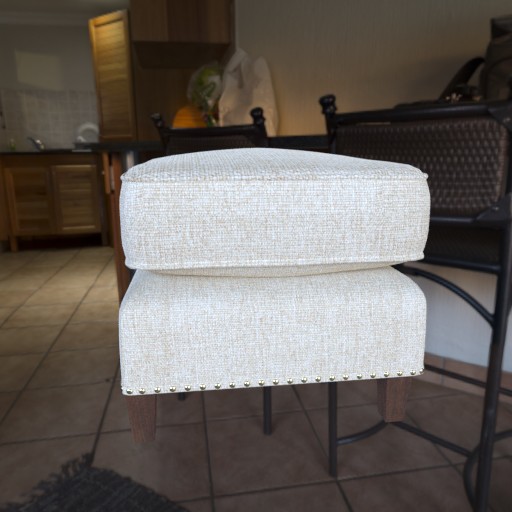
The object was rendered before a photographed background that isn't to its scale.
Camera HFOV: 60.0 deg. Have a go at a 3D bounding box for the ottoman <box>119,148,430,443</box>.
[{"bbox_3d":[0.000,0.000,1.133,0.589,0.537,0.738,-2,14,-7],"label":"ottoman"}]
